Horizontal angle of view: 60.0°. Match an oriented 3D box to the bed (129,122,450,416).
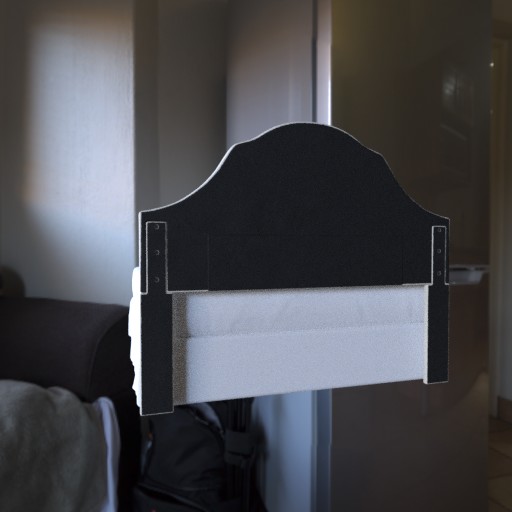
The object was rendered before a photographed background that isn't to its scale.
[{"bbox_3d":[0.000,0.000,3.648,2.008,1.615,2.214,0,1,-17],"label":"bed"}]
